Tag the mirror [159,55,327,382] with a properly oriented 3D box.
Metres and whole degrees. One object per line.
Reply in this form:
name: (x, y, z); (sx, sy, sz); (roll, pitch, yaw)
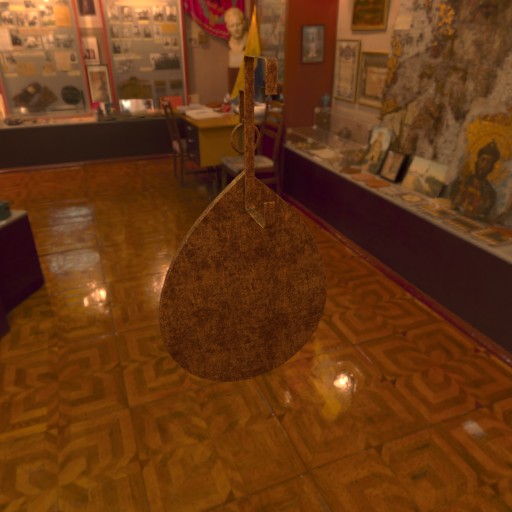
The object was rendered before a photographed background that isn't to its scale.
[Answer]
mirror: (0.000, 0.000, 0.905); (0.405, 0.744, 0.144); (-9, 28, -18)
